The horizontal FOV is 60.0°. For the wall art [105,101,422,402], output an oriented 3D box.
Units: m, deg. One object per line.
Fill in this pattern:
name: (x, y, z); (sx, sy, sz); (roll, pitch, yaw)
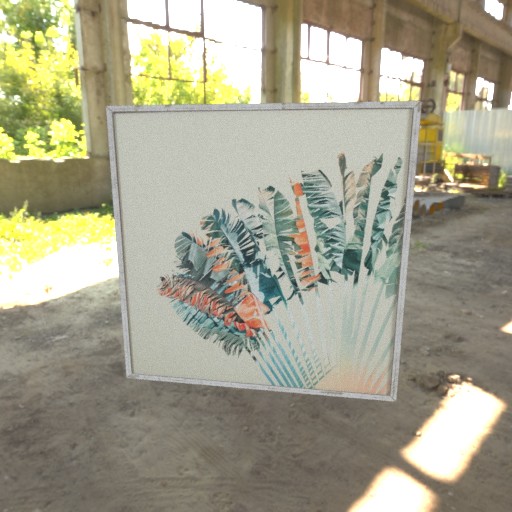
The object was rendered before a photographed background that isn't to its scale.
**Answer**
wall art: (0.000, 0.000, 1.163); (0.760, 0.757, 0.038); (2, 14, 9)
